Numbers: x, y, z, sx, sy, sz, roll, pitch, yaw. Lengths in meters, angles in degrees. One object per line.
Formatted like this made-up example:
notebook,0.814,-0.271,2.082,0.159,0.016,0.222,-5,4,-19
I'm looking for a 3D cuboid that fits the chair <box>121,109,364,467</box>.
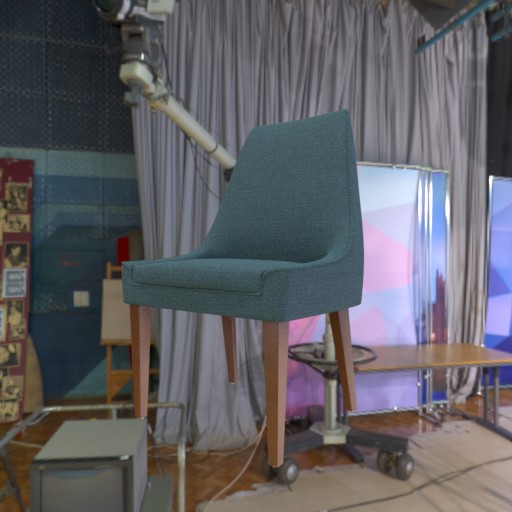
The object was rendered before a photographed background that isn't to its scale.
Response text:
chair,0.000,0.000,1.229,0.529,0.861,0.544,1,2,36
